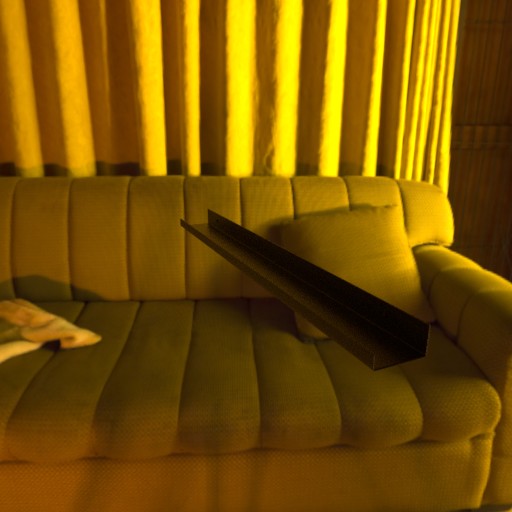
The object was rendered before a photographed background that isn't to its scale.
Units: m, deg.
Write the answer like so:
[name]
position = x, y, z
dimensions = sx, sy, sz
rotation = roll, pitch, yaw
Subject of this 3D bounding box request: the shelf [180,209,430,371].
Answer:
[shelf]
position = 0.000, 0.000, 0.985
dimensions = 0.092, 0.049, 0.924
rotation = -8, 18, -24
